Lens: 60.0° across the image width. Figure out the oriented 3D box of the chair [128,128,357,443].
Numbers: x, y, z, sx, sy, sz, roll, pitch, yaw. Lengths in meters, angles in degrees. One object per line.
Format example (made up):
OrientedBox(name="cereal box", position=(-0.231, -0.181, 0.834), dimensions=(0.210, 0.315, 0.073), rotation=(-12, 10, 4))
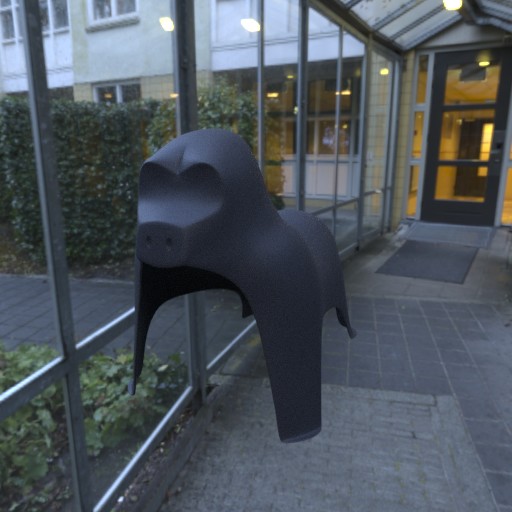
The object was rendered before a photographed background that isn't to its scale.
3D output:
OrientedBox(name="chair", position=(0.000, 0.000, 1.111), dimensions=(0.490, 0.600, 0.758), rotation=(7, 15, 26))
